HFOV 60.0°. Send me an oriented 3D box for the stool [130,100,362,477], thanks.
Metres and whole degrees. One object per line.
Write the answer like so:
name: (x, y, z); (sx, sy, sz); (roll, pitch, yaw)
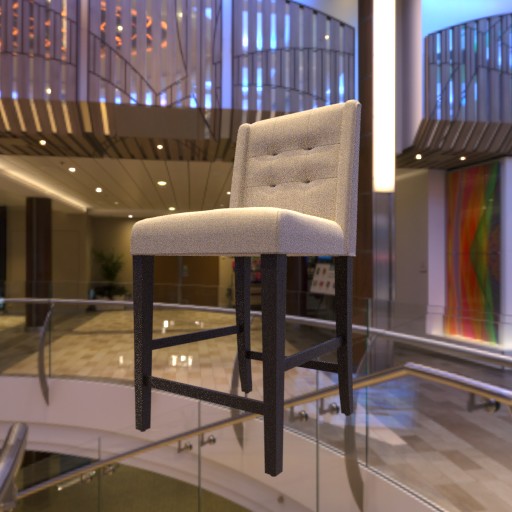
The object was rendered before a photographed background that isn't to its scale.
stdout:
stool: (0.000, 0.000, 1.256); (0.474, 0.939, 0.509); (0, -1, 36)
